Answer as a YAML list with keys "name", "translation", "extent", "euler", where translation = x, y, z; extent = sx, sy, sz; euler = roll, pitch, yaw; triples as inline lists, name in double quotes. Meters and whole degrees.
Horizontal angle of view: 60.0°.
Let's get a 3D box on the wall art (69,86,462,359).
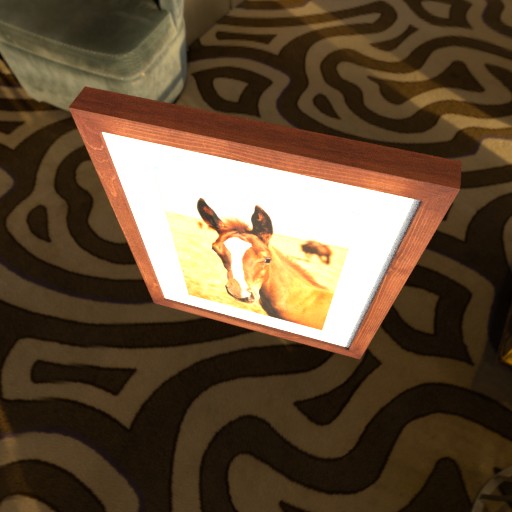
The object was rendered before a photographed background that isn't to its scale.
- name: "wall art"
  translation: [0.000, 0.000, 0.528]
  extent: [0.330, 0.381, 0.030]
  euler: [14, 59, 9]
